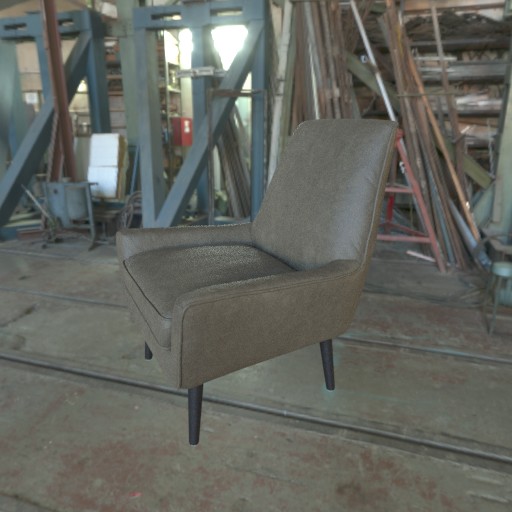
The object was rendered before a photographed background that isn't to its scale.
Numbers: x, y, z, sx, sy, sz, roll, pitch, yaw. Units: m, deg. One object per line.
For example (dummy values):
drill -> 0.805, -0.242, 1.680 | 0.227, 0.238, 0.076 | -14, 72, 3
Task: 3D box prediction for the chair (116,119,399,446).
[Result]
chair -> 0.000, 0.000, 1.502 | 0.824, 0.888, 0.787 | -8, 19, -26
